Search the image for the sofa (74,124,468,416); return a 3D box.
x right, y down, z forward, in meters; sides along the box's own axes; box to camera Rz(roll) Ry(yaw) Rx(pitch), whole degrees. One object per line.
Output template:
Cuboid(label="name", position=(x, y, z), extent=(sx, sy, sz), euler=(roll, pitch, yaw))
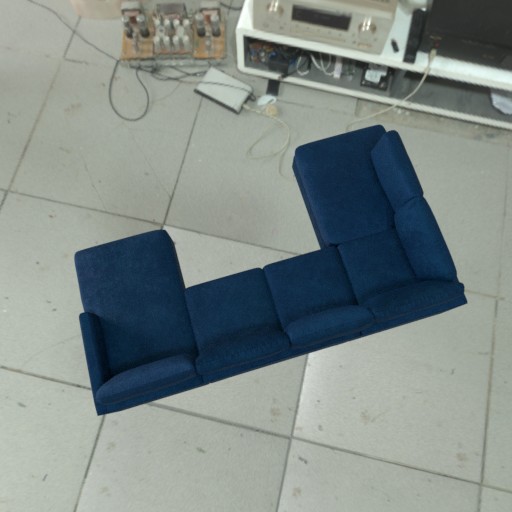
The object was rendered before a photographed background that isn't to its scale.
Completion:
Cuboid(label="sofa", position=(0.000, 0.000, 4.340), extent=(3.434, 0.992, 2.055), euler=(-16, 75, -4))
